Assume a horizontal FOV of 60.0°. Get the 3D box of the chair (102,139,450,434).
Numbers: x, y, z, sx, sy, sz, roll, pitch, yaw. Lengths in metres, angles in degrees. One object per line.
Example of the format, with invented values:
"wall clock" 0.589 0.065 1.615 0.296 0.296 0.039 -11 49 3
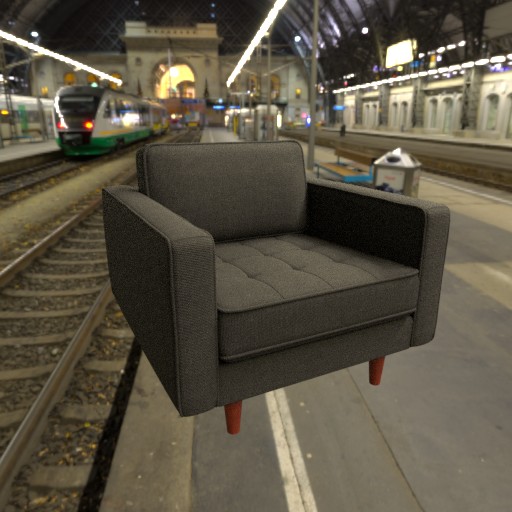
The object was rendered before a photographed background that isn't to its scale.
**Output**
"chair" 0.000 0.000 1.569 0.899 0.770 0.919 -9 19 -26
